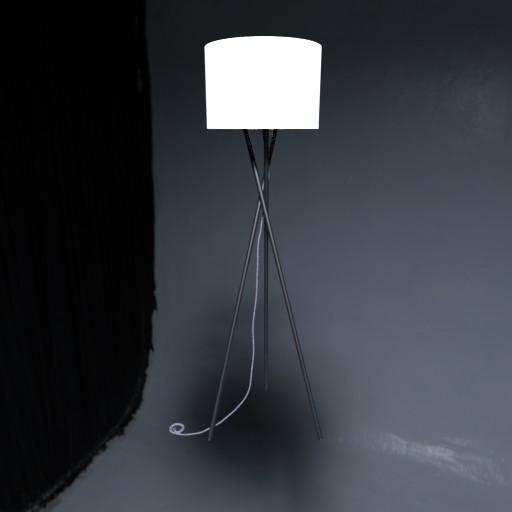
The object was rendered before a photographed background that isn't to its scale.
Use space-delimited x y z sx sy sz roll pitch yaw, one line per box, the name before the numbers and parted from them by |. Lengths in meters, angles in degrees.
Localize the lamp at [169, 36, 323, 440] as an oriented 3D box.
lamp | 0.000 0.000 1.905 0.667 1.624 0.522 7 17 24
